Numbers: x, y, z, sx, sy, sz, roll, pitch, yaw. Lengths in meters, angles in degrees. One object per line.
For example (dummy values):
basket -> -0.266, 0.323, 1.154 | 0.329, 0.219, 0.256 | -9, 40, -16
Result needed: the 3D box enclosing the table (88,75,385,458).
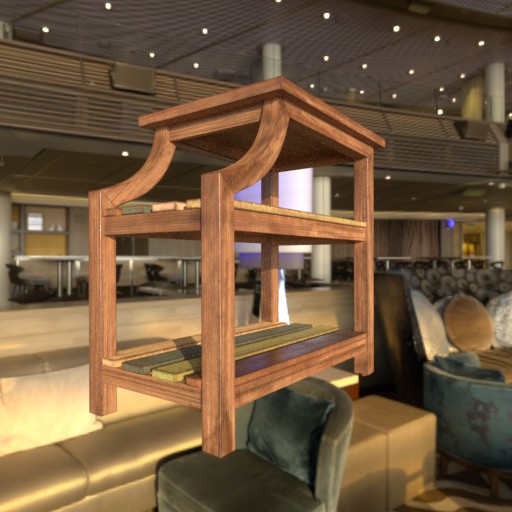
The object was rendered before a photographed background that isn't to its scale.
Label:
table -> 0.000, 0.000, 0.963 | 0.356, 0.584, 0.609 | 0, 0, 36
